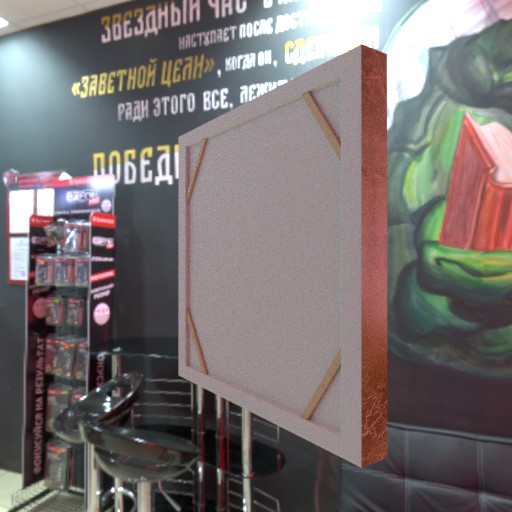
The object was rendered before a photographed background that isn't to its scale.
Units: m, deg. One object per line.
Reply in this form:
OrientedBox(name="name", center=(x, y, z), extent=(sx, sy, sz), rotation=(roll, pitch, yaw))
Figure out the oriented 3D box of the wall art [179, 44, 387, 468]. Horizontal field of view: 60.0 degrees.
OrientedBox(name="wall art", center=(0.000, 0.000, 0.601), extent=(0.038, 0.407, 0.405), rotation=(0, 0, -35))
